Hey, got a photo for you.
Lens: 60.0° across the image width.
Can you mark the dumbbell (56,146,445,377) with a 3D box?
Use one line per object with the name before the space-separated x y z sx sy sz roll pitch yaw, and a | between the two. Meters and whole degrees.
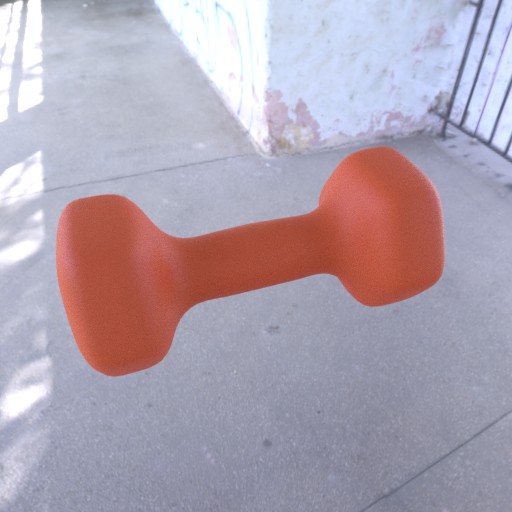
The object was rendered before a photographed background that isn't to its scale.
dumbbell | 0.000 0.000 0.201 0.162 0.071 0.079 -12 44 -13
